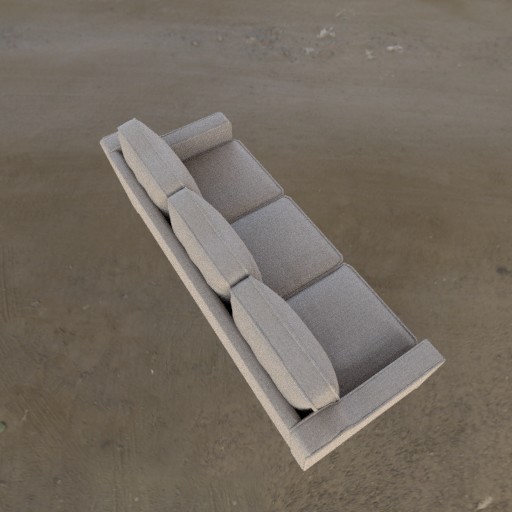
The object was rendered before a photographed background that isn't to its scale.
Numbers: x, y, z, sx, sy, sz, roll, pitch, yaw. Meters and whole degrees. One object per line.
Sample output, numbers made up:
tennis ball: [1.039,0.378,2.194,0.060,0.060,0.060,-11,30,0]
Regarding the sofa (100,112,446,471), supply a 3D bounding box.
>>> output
sofa: [0.000,0.000,2.594,0.899,0.950,2.129,-29,62,-17]
